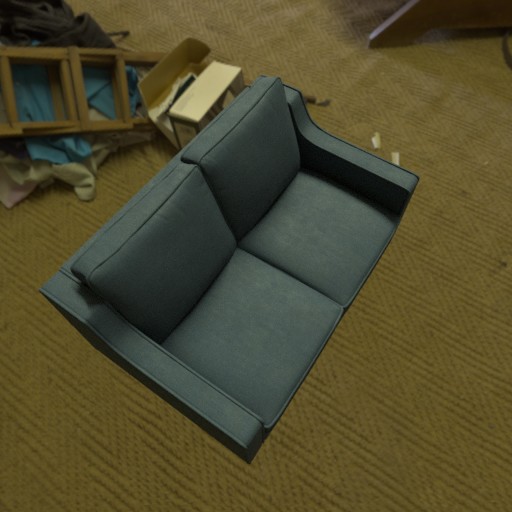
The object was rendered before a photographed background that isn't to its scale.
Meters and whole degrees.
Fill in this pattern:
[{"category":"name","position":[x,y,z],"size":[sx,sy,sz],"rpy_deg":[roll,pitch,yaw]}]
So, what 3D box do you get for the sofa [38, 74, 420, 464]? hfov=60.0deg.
[{"category":"sofa","position":[0.000,0.000,2.130],"size":[0.987,0.971,1.501],"rpy_deg":[30,64,17]}]
